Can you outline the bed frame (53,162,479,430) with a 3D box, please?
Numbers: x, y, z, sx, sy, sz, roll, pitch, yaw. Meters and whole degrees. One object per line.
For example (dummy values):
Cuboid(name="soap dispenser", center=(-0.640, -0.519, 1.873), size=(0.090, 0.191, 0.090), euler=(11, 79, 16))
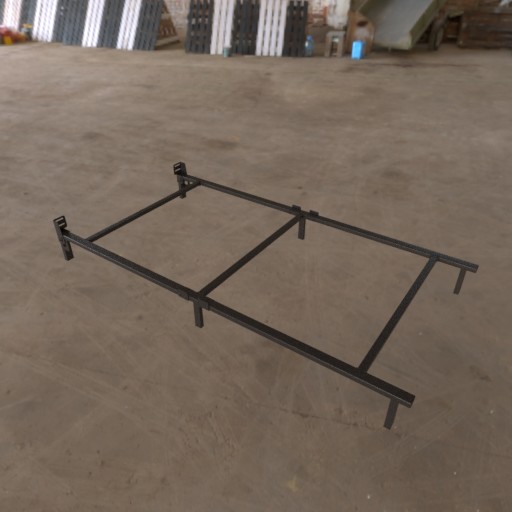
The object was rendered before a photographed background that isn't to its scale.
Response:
Cuboid(name="bed frame", center=(0.000, 0.000, 2.241), size=(1.897, 0.248, 0.968), euler=(21, 39, 28))
